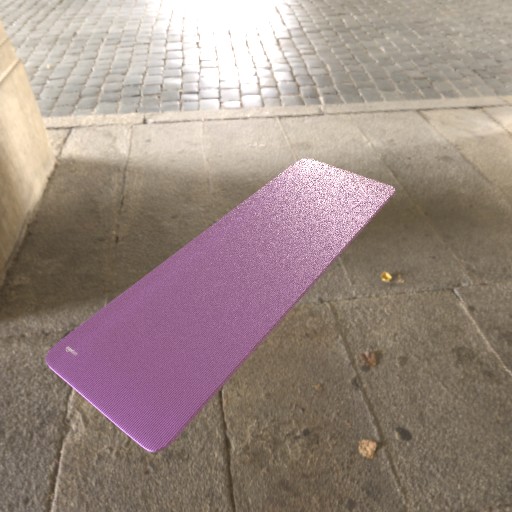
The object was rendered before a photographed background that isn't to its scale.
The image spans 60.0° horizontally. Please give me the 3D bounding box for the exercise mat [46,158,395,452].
[{"bbox_3d":[0.000,0.000,2.056,0.616,0.021,1.869,26,47,26],"label":"exercise mat"}]
